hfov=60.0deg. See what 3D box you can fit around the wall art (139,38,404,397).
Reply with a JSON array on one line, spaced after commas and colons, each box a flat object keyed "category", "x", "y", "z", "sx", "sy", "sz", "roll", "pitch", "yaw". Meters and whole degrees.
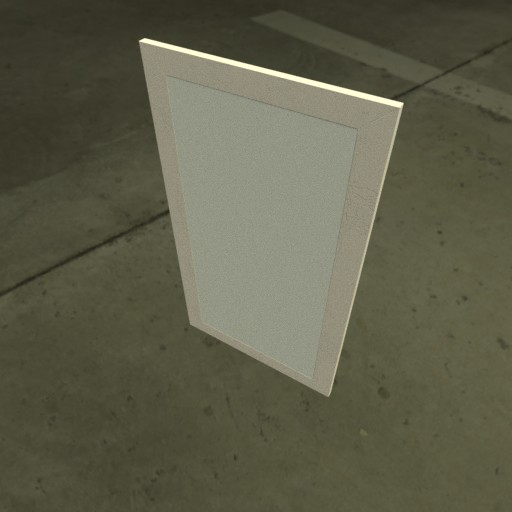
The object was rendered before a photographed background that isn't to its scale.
[{"category": "wall art", "x": 0.000, "y": 0.000, "z": 0.808, "sx": 0.380, "sy": 0.683, "sz": 0.013, "roll": 23, "pitch": 50, "yaw": 21}]
